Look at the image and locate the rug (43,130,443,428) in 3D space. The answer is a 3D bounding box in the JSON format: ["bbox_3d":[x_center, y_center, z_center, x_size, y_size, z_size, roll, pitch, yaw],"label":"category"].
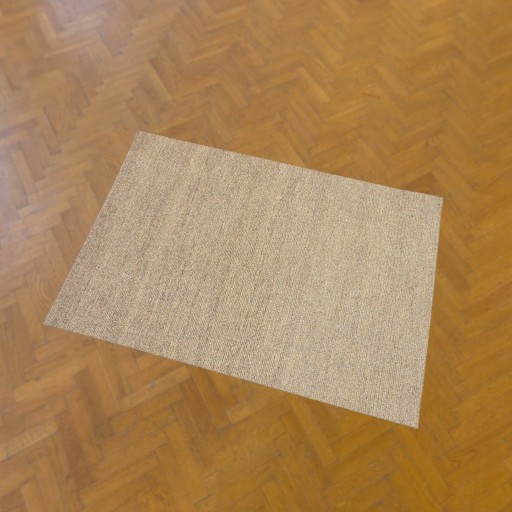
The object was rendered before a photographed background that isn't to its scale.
[{"bbox_3d":[0.000,0.000,2.964,2.342,0.030,1.609,14,65,7],"label":"rug"}]
